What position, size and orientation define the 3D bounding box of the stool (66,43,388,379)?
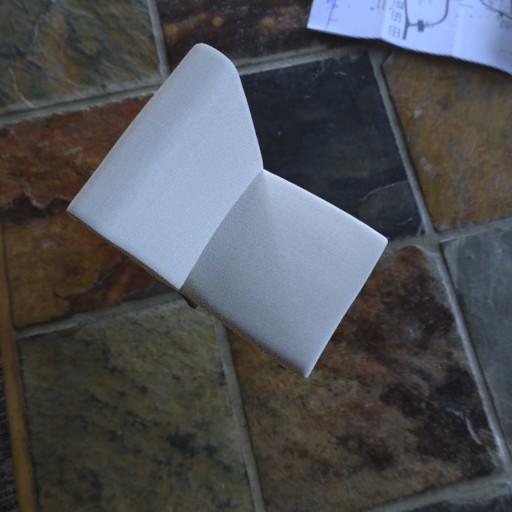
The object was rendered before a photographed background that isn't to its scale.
[{"bbox_3d":[0.000,0.000,1.300,0.597,0.976,0.452,32,79,7],"label":"stool"}]
